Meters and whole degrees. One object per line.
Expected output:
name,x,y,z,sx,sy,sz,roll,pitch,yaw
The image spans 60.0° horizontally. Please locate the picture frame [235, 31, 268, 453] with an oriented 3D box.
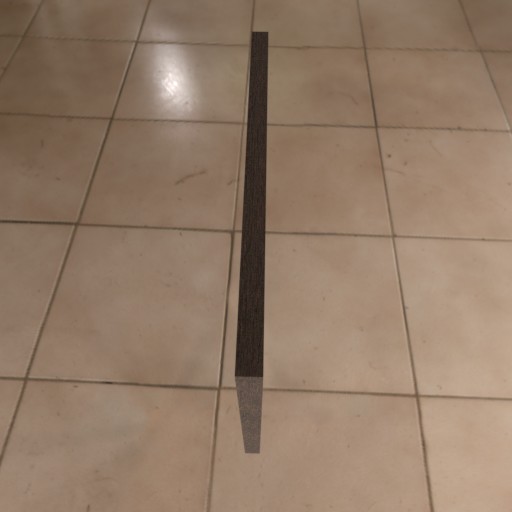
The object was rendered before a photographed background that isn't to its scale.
picture frame,0.000,0.000,0.743,0.026,0.455,0.546,1,58,1
